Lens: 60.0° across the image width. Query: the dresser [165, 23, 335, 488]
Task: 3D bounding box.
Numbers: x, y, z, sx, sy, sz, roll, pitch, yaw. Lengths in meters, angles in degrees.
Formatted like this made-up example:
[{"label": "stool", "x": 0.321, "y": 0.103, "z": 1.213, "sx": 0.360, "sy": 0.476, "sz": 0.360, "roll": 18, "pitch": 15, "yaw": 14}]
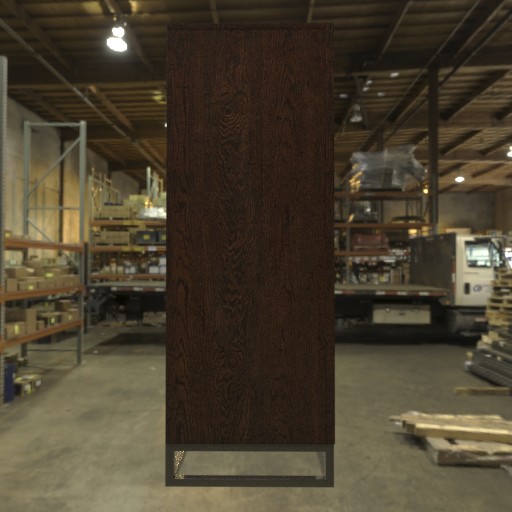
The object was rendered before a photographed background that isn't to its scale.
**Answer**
[{"label": "dresser", "x": 0.000, "y": 0.000, "z": 1.742, "sx": 0.508, "sy": 1.321, "sz": 0.965, "roll": 0, "pitch": -1, "yaw": 1}]
